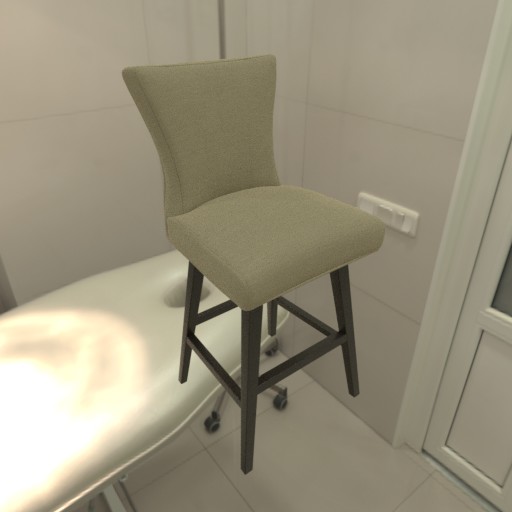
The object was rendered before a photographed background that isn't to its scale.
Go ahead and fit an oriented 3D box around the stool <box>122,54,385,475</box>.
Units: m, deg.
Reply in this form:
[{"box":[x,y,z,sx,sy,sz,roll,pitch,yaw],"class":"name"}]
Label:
[{"box":[0.000,0.000,1.379,0.514,1.086,0.574,-21,37,-32],"class":"stool"}]
